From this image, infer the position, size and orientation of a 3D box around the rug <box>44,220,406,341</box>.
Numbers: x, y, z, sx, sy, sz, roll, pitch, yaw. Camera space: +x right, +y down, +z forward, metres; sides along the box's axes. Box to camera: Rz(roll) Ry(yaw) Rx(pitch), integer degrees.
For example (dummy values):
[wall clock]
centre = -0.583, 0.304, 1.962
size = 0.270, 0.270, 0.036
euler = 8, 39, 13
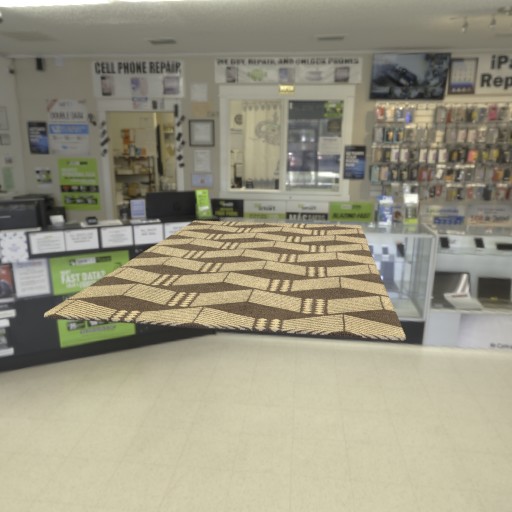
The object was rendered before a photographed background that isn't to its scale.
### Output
[rug]
centre = 0.000, 0.000, 2.311
size = 1.210, 0.016, 1.833
euler = 2, 15, 8
